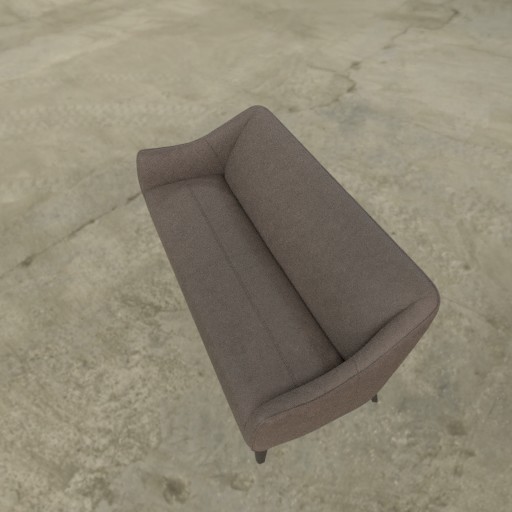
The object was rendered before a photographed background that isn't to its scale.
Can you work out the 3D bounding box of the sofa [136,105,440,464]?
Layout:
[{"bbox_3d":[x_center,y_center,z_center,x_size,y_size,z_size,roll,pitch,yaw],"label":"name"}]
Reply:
[{"bbox_3d":[0.000,0.000,2.424,0.869,0.831,1.928,-17,48,-16],"label":"sofa"}]
